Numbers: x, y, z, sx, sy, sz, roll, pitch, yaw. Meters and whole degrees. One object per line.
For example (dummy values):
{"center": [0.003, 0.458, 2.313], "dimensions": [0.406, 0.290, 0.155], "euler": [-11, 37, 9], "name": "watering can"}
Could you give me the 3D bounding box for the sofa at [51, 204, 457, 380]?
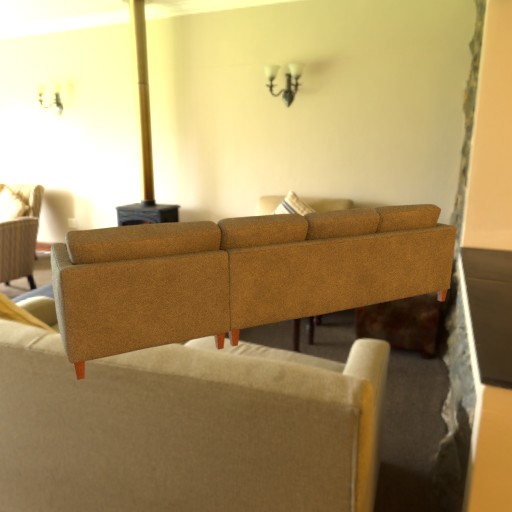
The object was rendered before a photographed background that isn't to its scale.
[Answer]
{"center": [0.000, 0.000, 4.121], "dimensions": [3.471, 0.950, 1.604], "euler": [-7, 15, -26], "name": "sofa"}
